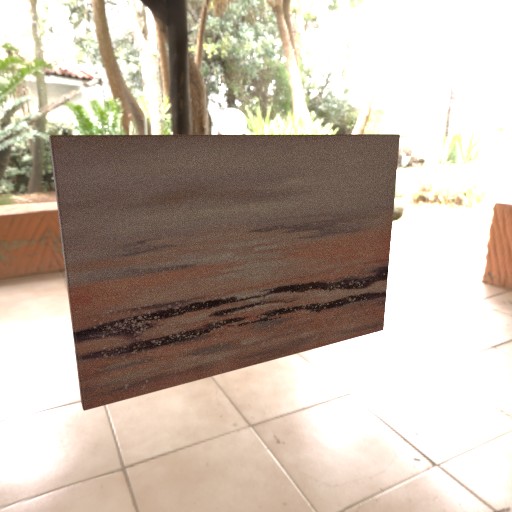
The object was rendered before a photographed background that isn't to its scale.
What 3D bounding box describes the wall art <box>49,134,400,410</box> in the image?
[{"bbox_3d":[0.000,0.000,1.153,0.913,0.609,0.038,-8,18,-27],"label":"wall art"}]
